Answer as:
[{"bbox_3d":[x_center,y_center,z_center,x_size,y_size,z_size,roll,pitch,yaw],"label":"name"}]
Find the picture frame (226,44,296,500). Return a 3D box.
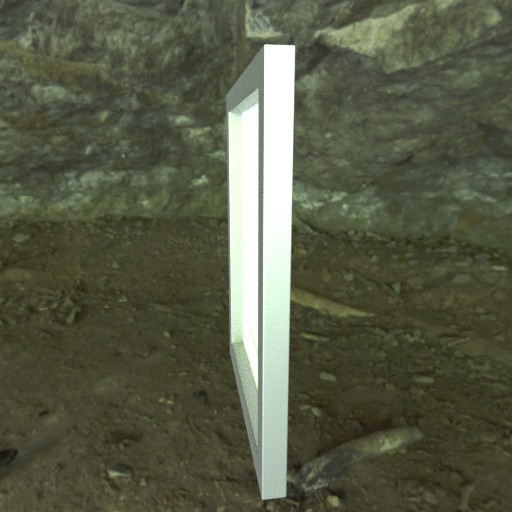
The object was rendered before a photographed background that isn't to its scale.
[{"bbox_3d":[0.000,0.000,0.512,0.036,0.386,0.307,-2,14,-9],"label":"picture frame"}]
